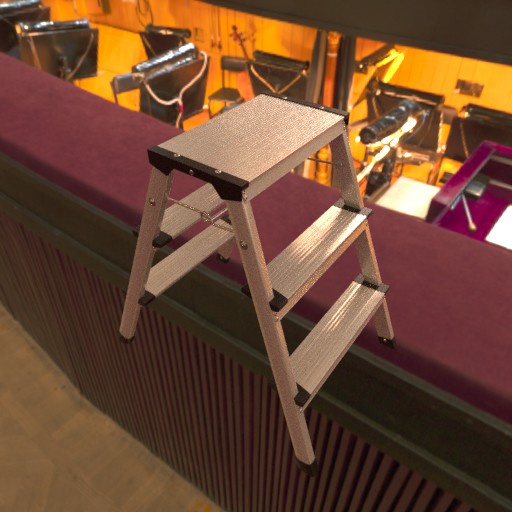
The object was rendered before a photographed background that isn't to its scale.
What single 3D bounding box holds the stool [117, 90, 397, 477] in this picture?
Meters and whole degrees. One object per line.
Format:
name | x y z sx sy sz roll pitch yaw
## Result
stool | 0.000 0.000 1.002 0.622 0.605 0.437 26 46 27
